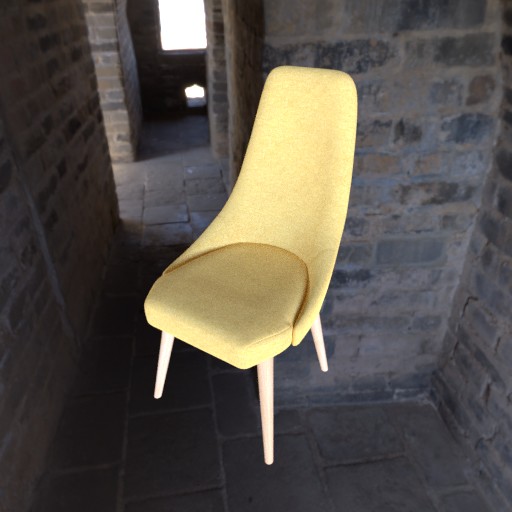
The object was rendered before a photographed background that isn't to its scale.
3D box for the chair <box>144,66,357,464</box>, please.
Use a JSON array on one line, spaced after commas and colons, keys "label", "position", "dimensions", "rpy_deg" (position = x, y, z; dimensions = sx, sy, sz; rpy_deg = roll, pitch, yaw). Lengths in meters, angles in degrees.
[{"label": "chair", "position": [0.000, 0.000, 1.408], "dimensions": [0.510, 1.040, 0.660], "rpy_deg": [19, 36, 28]}]
